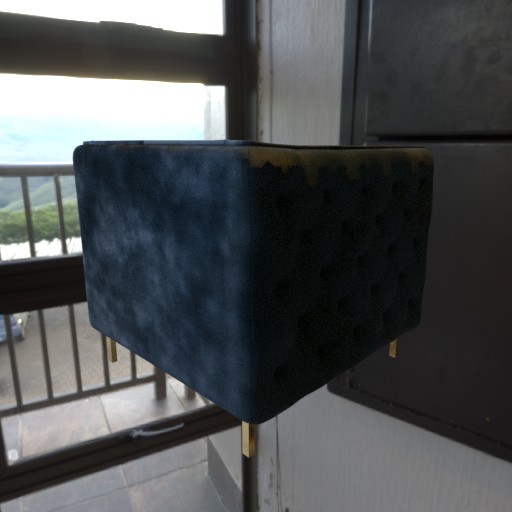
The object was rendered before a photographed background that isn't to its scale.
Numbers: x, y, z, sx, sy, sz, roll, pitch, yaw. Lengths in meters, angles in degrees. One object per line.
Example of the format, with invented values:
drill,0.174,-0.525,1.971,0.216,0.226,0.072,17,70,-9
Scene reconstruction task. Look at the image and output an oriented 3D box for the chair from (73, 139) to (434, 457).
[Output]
chair,0.000,0.000,1.525,0.868,0.771,0.877,14,20,43
